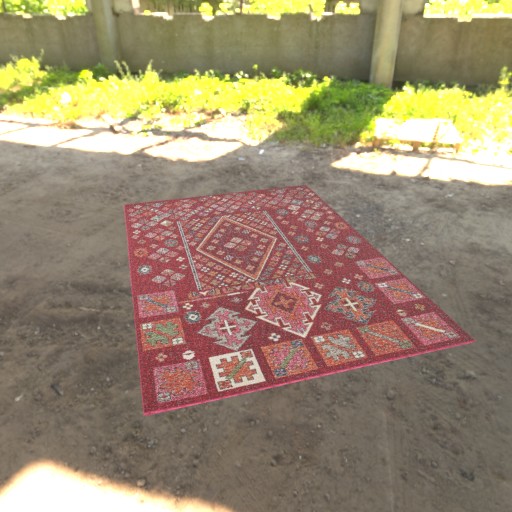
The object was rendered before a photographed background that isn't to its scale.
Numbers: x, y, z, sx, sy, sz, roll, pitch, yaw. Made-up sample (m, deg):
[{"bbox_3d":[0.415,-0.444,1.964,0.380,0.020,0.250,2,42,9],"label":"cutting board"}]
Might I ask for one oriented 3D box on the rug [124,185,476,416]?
[{"bbox_3d":[0.000,0.000,4.326,2.389,0.011,3.306,-8,31,-14],"label":"rug"}]
